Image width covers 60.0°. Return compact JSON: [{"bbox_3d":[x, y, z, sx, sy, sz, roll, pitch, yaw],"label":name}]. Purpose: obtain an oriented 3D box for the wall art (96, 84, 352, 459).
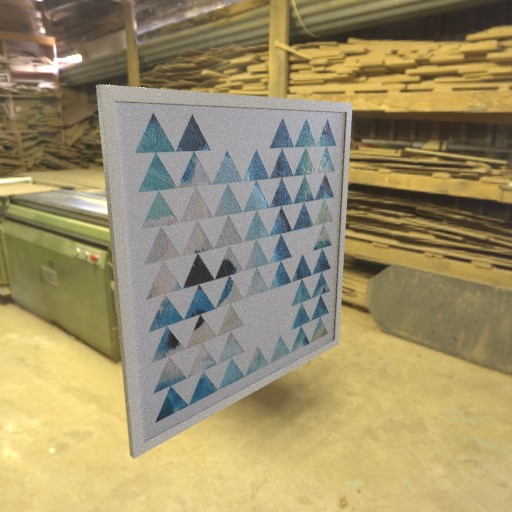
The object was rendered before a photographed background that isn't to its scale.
[{"bbox_3d":[0.000,0.000,0.821,0.557,0.557,0.012,-15,22,-43],"label":"wall art"}]
